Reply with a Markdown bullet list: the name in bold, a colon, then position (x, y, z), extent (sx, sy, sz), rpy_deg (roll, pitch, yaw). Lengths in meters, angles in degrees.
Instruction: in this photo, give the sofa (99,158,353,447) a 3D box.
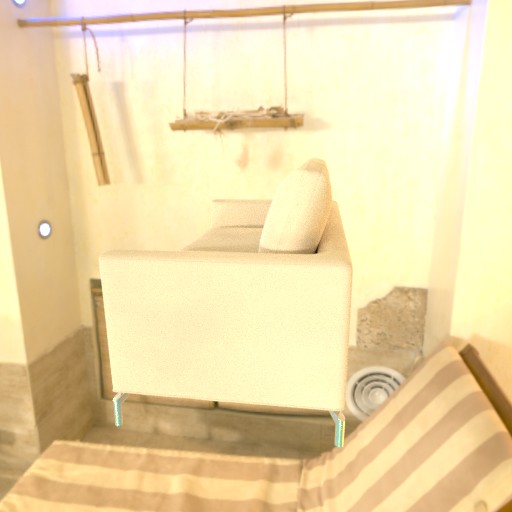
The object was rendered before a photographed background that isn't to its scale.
- **sofa**: position (0.000, 0.000, 2.374), extent (0.906, 0.995, 1.739), rpy_deg (2, 14, 8)
